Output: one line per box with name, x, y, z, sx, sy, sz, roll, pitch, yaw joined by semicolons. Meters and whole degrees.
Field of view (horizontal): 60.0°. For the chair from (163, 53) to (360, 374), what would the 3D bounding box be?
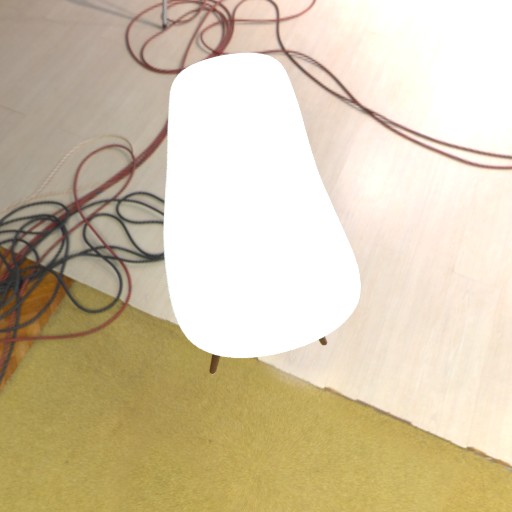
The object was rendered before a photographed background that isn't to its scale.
chair;0.000;0.000;1.168;0.470;0.826;0.533;-13;65;-6
